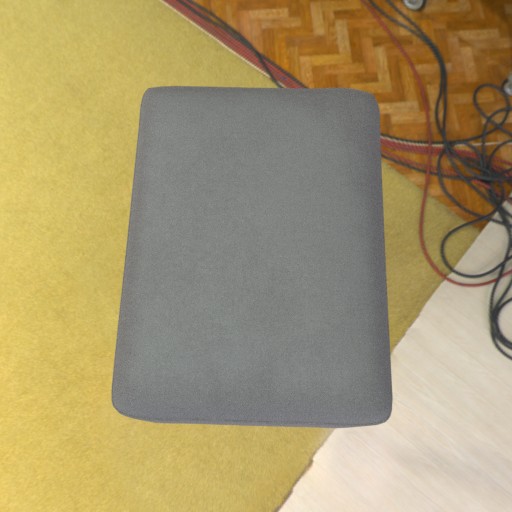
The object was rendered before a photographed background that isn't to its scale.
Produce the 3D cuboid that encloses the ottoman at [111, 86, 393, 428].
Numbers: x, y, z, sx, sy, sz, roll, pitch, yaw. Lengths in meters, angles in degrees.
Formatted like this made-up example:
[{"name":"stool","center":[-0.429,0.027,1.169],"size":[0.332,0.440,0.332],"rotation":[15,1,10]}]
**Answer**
[{"name":"ottoman","center":[0.000,0.000,1.164],"size":[0.608,0.449,0.811],"rotation":[2,76,0]}]
